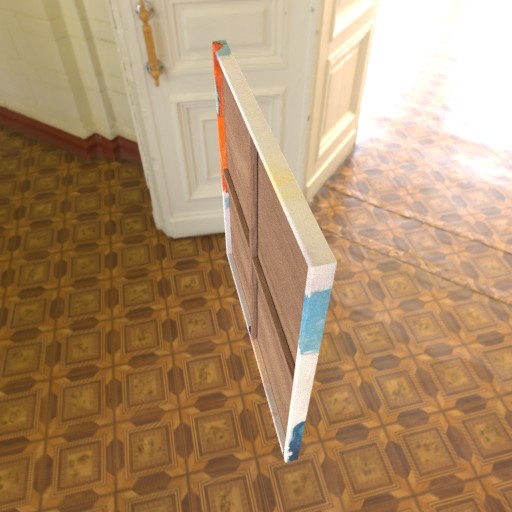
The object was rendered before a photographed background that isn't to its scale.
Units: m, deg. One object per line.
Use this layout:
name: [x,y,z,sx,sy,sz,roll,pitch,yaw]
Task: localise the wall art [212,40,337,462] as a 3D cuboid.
wall art: [0.000,0.000,1.192,0.037,0.814,0.814,-10,48,-9]
